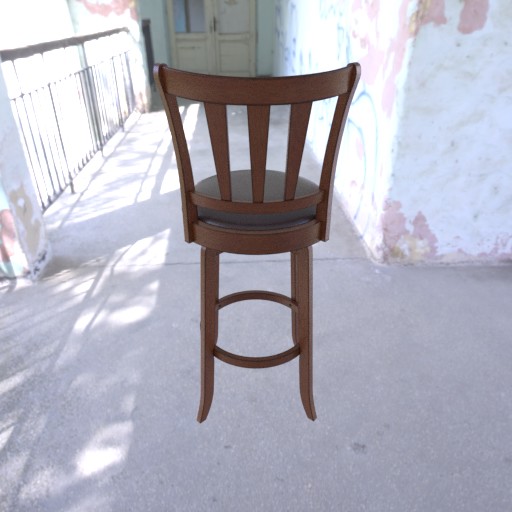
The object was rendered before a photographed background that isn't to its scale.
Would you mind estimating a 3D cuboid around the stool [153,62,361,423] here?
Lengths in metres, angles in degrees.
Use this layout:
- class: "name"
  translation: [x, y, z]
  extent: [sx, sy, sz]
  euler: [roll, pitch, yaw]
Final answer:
- class: "stool"
  translation: [0.000, 0.000, 1.416]
  extent: [0.464, 1.177, 0.503]
  euler: [-1, 30, -1]
